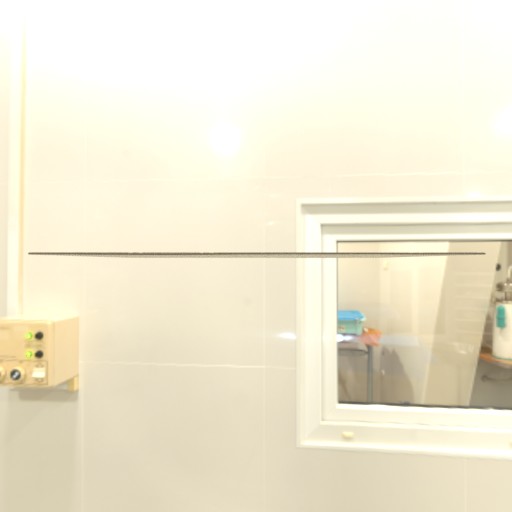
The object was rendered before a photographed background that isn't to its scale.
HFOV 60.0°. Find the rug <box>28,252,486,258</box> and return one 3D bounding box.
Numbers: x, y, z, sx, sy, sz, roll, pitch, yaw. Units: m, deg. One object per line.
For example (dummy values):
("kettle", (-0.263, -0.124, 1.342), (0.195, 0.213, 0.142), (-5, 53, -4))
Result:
("rug", (0.000, 0.000, 3.941), (2.895, 0.018, 2.288), (0, -1, -1))
